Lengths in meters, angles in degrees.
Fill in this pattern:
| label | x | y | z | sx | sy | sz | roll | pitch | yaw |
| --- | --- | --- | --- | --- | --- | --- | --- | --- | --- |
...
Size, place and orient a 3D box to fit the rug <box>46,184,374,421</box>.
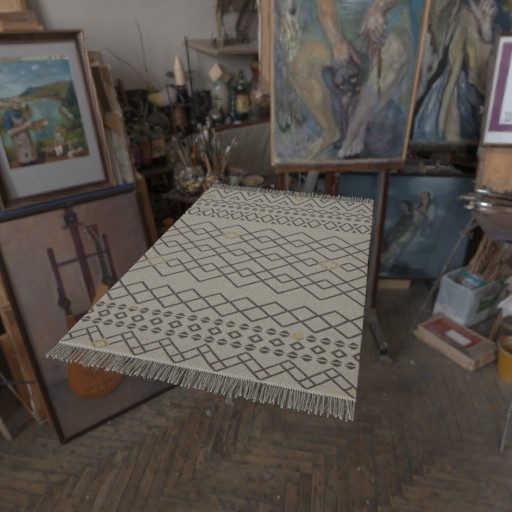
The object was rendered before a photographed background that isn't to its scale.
| label | x | y | z | sx | sy | sz | roll | pitch | yaw |
| --- | --- | --- | --- | --- | --- | --- | --- | --- | --- |
| rug | 0.000 | 0.000 | 3.029 | 1.495 | 0.035 | 2.472 | 8 | 31 | 13 |
